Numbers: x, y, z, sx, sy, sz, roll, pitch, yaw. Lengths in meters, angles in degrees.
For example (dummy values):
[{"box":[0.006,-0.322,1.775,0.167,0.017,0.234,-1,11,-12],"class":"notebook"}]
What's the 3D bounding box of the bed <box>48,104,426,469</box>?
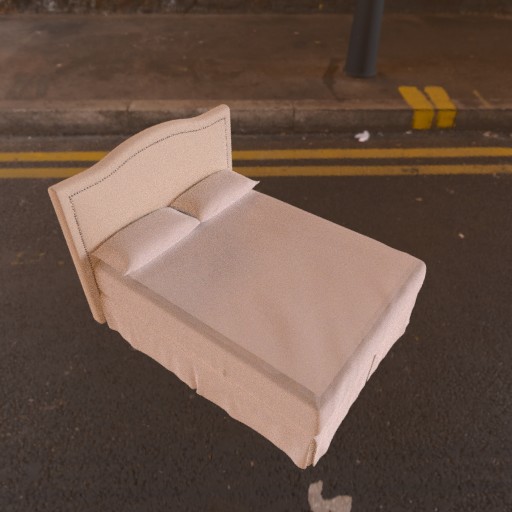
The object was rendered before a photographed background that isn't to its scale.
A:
[{"box":[0.000,0.000,3.341,2.143,1.460,1.753,27,48,27],"class":"bed"}]
